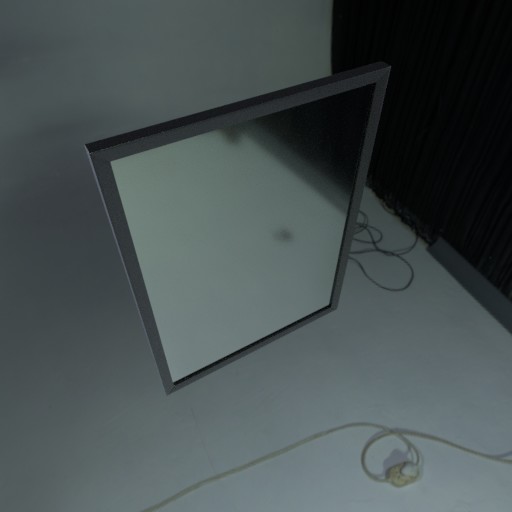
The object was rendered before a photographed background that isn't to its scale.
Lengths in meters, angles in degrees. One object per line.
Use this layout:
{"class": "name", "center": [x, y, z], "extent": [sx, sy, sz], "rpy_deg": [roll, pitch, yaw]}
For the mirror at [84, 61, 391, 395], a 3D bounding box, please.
{"class": "mirror", "center": [0.000, 0.000, 1.361], "extent": [0.762, 1.016, 0.040], "rpy_deg": [-23, 51, -20]}
